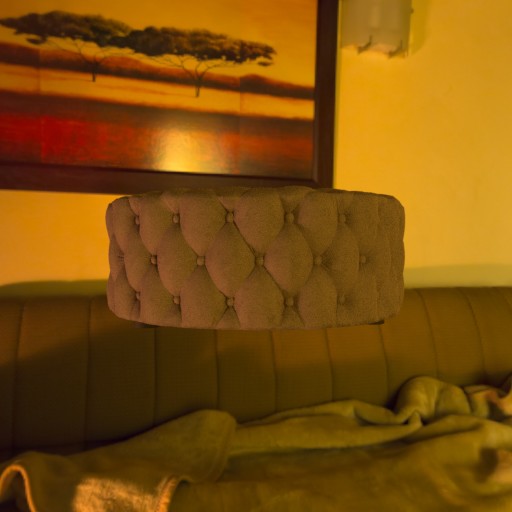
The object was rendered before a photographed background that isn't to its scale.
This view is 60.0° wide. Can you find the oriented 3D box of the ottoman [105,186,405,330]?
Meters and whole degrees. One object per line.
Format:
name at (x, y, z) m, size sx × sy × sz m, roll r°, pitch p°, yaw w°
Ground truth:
ottoman at (0.000, 0.000, 1.550) m, size 0.998 × 0.399 × 0.998 m, roll 0°, pitch 2°, yaw 0°
